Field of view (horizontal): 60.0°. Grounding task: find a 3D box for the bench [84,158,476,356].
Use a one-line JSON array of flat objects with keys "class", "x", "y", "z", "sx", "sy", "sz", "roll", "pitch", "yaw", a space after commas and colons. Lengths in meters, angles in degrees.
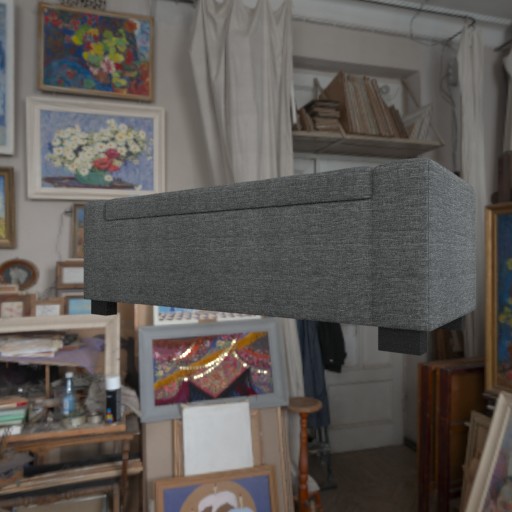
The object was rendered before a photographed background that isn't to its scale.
[{"class": "bench", "x": 0.000, "y": 0.000, "z": 1.527, "sx": 1.296, "sy": 0.445, "sz": 0.508, "roll": 0, "pitch": 0, "yaw": 36}]
